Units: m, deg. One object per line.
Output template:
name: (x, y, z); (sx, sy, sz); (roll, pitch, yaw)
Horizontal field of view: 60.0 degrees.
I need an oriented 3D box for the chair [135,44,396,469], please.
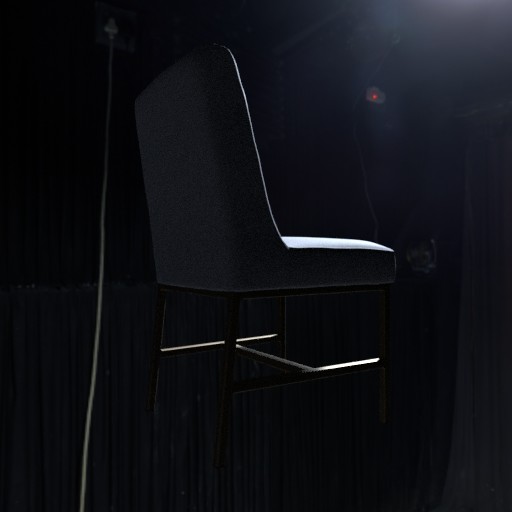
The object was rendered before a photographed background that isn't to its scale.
chair: (0.000, 0.000, 1.233); (0.587, 0.889, 0.508); (0, -1, -34)
